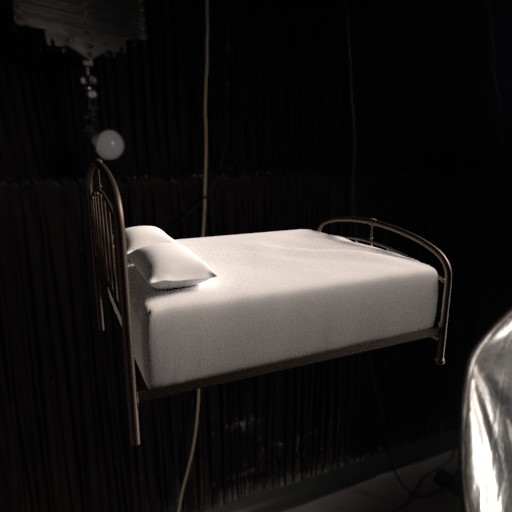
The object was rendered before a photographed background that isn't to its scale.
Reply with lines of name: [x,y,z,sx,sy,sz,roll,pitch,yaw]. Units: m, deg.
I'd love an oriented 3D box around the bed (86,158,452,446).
bed: [0.000,0.000,3.282,2.180,1.425,1.711,-6,15,-24]
